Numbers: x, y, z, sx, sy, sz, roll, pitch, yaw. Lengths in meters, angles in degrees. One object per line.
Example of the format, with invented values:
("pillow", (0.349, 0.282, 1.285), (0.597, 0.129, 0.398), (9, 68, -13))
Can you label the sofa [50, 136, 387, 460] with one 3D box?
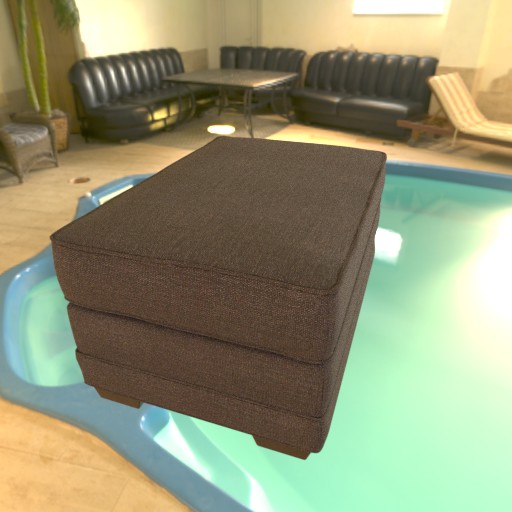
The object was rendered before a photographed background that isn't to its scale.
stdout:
("sofa", (0.000, 0.000, 1.200), (0.578, 0.457, 0.854), (10, 30, 17))
